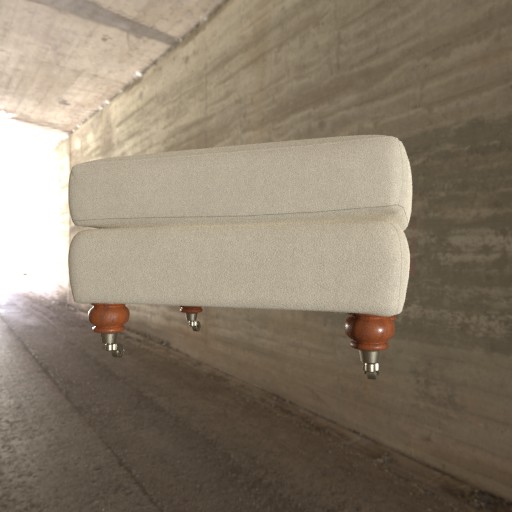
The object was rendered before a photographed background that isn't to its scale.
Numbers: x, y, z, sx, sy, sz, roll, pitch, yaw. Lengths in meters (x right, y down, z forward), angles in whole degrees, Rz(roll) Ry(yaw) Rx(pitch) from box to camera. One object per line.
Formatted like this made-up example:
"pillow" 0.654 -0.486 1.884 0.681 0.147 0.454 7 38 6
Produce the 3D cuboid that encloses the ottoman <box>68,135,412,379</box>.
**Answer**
"ottoman" 0.000 0.000 1.161 0.773 0.499 0.569 0 -1 19
